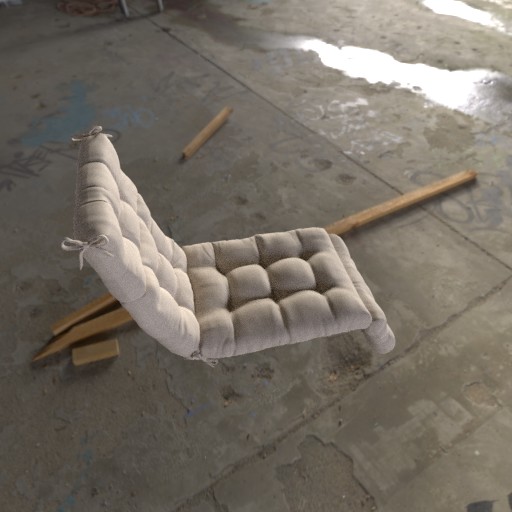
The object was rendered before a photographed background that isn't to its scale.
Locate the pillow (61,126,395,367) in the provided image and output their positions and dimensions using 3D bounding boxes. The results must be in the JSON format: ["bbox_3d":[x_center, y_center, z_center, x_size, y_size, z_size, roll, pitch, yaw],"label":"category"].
[{"bbox_3d":[0.000,0.000,1.521,1.016,0.863,0.526,-10,47,-10],"label":"pillow"}]
